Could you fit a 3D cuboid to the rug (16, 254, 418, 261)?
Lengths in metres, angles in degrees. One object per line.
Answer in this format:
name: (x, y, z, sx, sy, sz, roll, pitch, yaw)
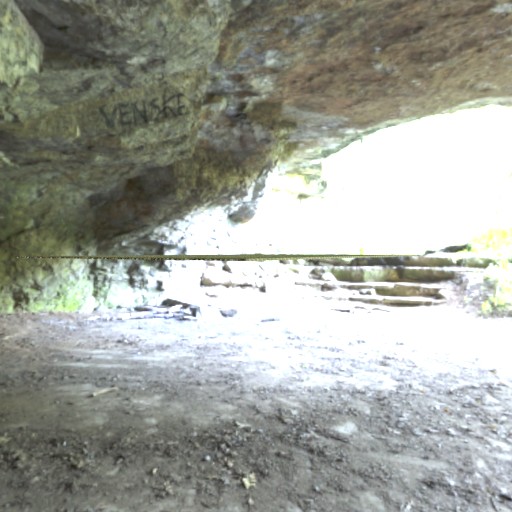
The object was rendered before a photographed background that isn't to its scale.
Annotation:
rug: (0.000, 0.000, 2.978, 1.544, 0.010, 2.435, 0, 1, 35)
